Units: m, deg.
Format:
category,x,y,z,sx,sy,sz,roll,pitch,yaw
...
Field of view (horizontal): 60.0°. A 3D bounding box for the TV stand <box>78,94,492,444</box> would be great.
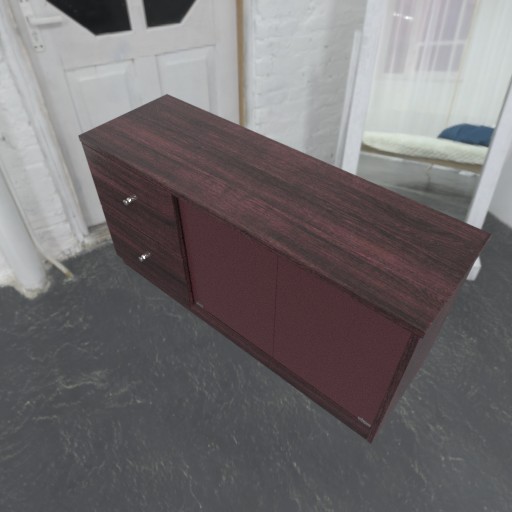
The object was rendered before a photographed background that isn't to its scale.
category,x,y,z,sx,sy,sz,roll,pitch,yaw
TV stand,0.000,0.000,1.477,1.192,0.614,0.404,31,53,27
